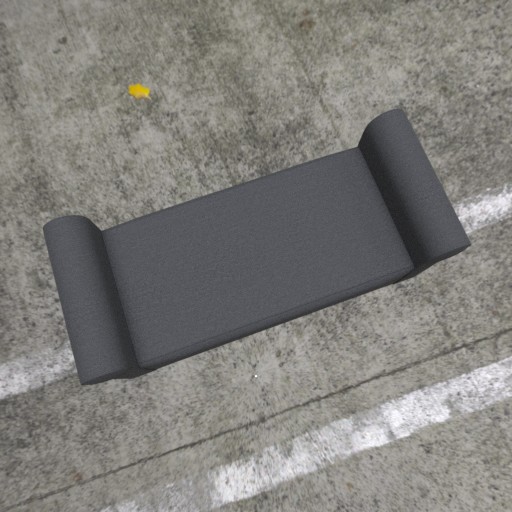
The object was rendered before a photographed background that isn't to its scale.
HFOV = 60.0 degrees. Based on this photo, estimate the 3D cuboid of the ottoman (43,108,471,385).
[{"bbox_3d":[0.000,0.000,1.606,1.256,0.547,0.521,-19,76,-5],"label":"ottoman"}]
